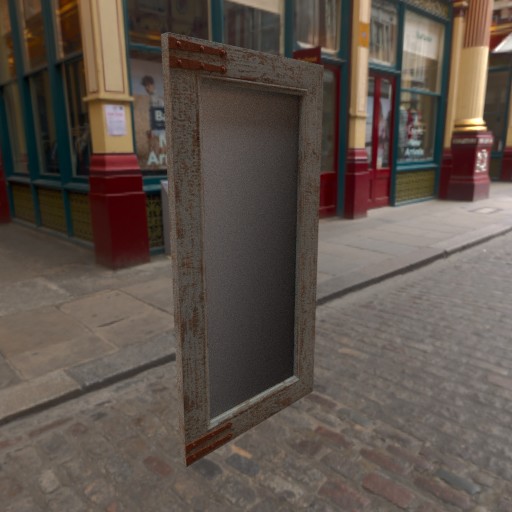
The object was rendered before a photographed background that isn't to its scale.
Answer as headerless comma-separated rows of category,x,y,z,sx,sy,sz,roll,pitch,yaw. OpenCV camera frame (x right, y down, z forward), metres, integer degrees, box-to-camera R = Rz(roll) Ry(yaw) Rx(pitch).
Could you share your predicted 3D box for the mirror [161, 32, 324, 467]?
mirror,0.000,0.000,1.084,0.472,0.922,0.027,-13,19,-43
